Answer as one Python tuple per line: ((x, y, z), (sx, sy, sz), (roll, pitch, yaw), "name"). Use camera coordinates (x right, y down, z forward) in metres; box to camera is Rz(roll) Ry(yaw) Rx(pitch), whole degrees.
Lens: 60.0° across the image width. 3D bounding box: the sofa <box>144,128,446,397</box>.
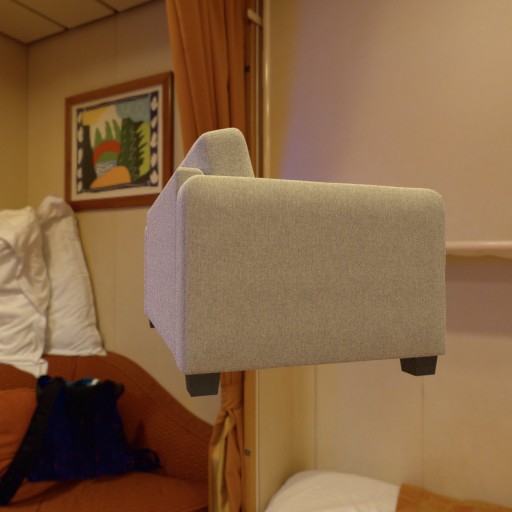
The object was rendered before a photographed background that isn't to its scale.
((0.000, 0.000, 2.030), (0.900, 0.800, 1.540), (0, -1, -18), "sofa")
